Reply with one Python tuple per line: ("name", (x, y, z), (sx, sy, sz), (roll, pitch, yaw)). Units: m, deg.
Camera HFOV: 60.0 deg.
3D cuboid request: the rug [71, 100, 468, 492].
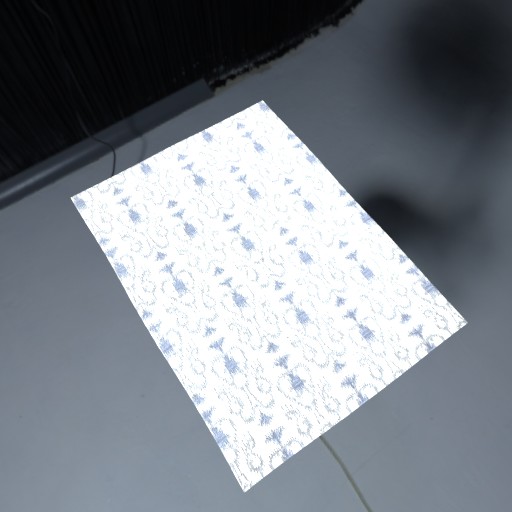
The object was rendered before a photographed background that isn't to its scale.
("rug", (0.000, 0.000, 2.970), (1.676, 0.013, 2.261), (-31, 68, -14))
